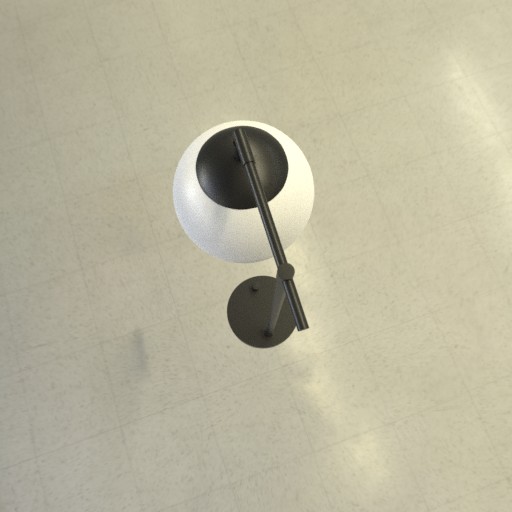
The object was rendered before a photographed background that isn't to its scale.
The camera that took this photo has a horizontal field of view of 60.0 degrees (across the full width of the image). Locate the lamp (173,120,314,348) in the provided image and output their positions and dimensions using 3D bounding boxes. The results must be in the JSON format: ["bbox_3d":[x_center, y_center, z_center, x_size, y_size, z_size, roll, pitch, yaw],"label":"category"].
[{"bbox_3d":[0.000,0.000,0.724,0.197,0.559,0.316,-16,74,-5],"label":"lamp"}]
